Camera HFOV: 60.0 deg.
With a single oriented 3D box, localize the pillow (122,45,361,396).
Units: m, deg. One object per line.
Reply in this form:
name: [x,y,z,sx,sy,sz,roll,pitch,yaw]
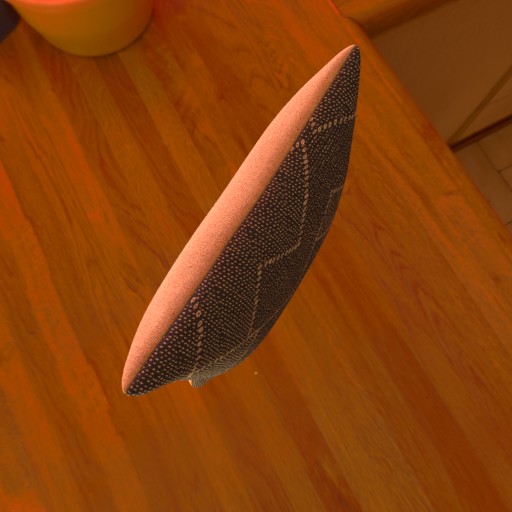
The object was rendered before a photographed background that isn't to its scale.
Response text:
pillow: [0.000,0.000,0.640,0.148,0.428,0.435,31,77,8]
